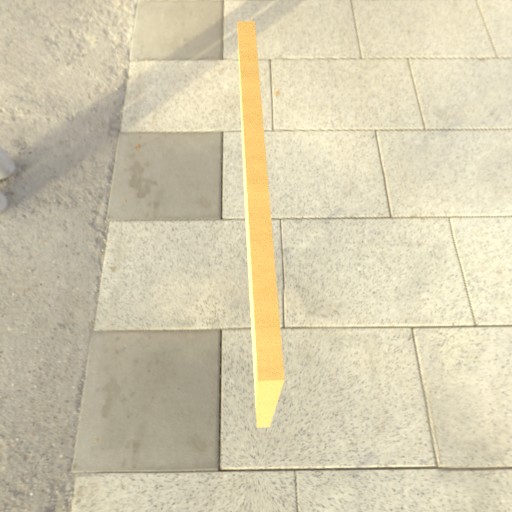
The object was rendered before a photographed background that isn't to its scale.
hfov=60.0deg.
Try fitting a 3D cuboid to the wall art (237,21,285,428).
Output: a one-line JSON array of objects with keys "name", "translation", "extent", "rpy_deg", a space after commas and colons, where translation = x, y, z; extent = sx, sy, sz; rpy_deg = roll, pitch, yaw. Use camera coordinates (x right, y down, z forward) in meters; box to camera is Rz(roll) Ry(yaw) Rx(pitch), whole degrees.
[{"name": "wall art", "translation": [0.000, 0.000, 2.889], "extent": [0.097, 1.936, 1.935], "rpy_deg": [-3, 64, -1]}]
